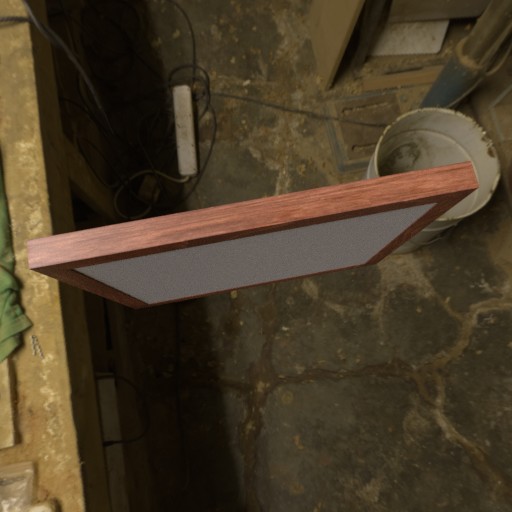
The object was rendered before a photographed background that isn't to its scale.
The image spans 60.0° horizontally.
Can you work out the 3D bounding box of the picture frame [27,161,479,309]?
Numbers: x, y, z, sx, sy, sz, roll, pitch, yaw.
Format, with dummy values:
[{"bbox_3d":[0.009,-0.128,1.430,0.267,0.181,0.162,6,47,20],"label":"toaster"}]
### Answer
[{"bbox_3d":[0.000,0.000,0.532,0.381,0.330,0.025,-10,78,-2],"label":"picture frame"}]
